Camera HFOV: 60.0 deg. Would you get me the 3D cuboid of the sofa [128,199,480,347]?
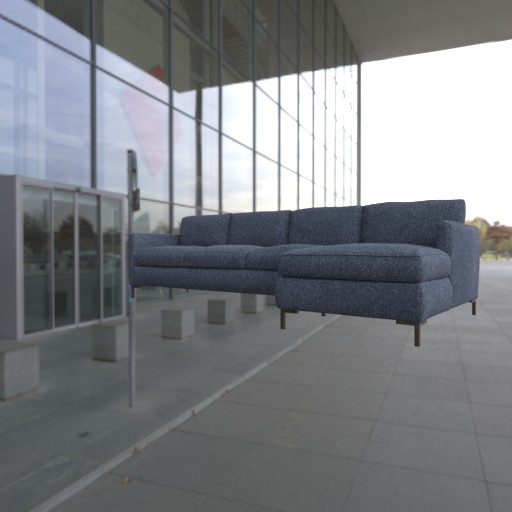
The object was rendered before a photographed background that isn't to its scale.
[{"bbox_3d":[0.000,0.000,3.408,2.932,0.810,1.350,0,1,38],"label":"sofa"}]
